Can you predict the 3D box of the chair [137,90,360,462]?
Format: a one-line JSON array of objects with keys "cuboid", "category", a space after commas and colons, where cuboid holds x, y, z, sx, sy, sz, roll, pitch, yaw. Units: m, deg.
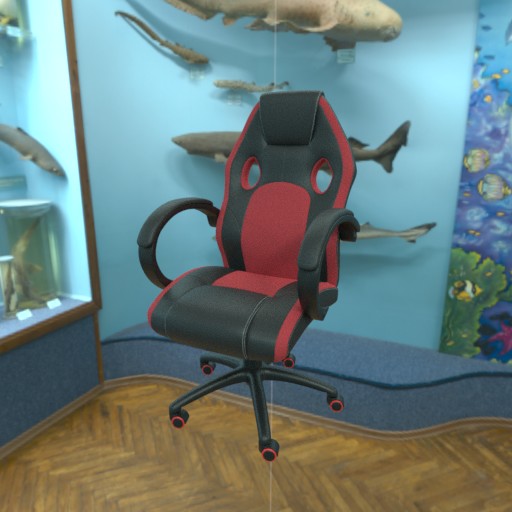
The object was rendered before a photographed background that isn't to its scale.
[{"cuboid": [0.000, 0.000, 1.617, 0.673, 1.187, 0.724, 8, 17, 26], "category": "chair"}]
